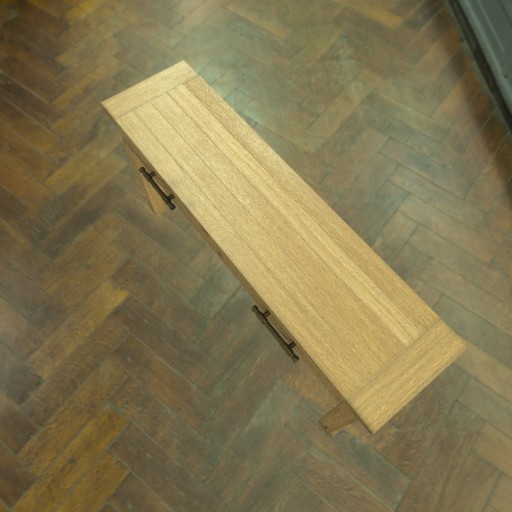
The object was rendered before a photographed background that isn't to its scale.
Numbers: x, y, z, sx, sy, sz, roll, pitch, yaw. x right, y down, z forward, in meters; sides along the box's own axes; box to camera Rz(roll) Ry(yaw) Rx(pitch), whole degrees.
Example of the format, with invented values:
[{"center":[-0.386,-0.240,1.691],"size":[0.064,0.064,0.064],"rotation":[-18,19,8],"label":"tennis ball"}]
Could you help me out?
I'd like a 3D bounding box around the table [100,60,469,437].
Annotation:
[{"center":[0.000,0.000,1.933],"size":[0.442,0.762,1.599],"rotation":[-35,69,-15],"label":"table"}]
